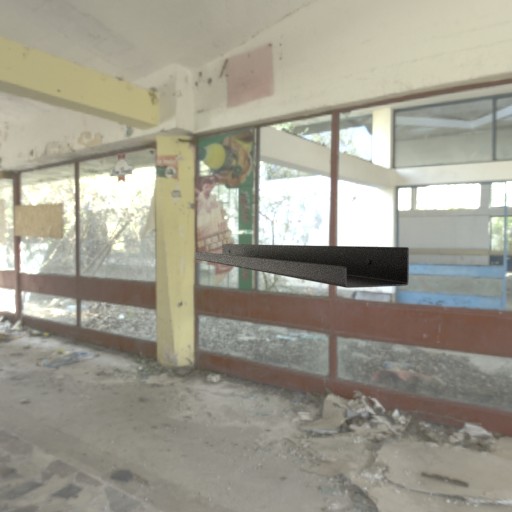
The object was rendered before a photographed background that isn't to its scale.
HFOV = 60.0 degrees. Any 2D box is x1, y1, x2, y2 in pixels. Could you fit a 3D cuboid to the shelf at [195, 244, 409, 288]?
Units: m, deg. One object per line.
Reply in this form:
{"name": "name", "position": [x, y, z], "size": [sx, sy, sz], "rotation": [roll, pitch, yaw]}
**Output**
{"name": "shelf", "position": [0.000, 0.000, 0.983], "size": [0.092, 0.049, 0.924], "rotation": [-1, 2, -19]}
